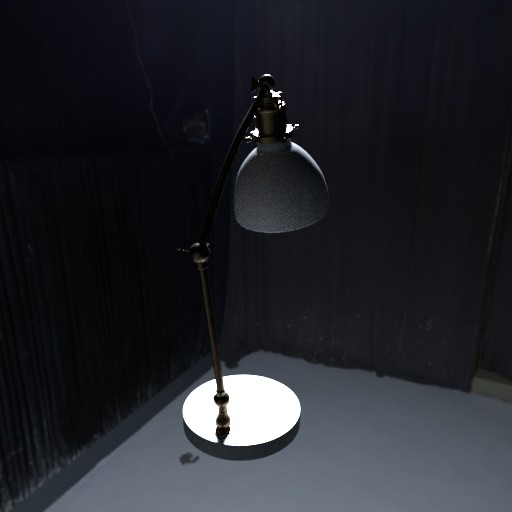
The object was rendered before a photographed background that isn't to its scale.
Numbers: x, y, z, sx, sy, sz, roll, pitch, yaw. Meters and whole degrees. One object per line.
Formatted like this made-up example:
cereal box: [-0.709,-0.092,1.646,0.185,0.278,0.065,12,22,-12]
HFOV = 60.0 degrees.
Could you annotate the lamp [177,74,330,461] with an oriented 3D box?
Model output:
lamp: [0.000,0.000,0.679,0.186,0.522,0.317,8,18,27]
